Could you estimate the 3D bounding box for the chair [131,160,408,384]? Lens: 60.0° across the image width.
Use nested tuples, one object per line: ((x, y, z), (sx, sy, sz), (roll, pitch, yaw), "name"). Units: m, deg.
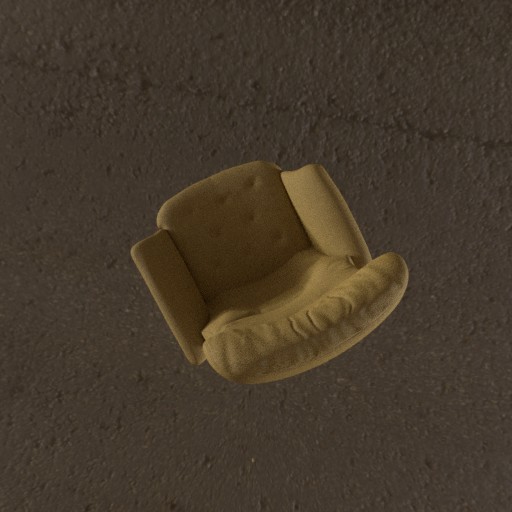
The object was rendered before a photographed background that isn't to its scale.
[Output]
((0.000, 0.000, 1.578), (0.785, 0.995, 0.837), (-26, 76, -7), "chair")
